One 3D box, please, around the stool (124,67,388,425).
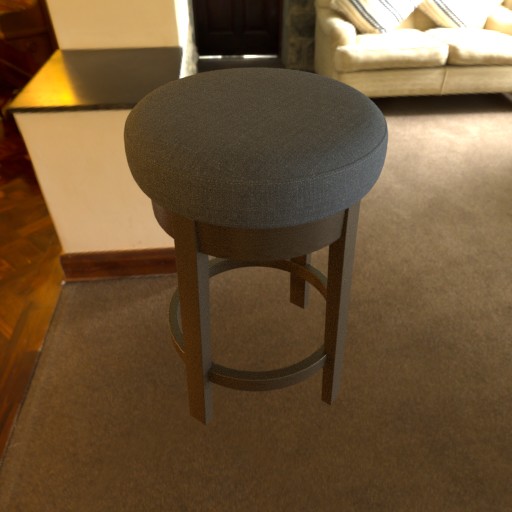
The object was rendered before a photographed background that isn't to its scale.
[{"bbox_3d":[0.000,0.000,0.916,0.449,0.655,0.449,0,40,0],"label":"stool"}]
